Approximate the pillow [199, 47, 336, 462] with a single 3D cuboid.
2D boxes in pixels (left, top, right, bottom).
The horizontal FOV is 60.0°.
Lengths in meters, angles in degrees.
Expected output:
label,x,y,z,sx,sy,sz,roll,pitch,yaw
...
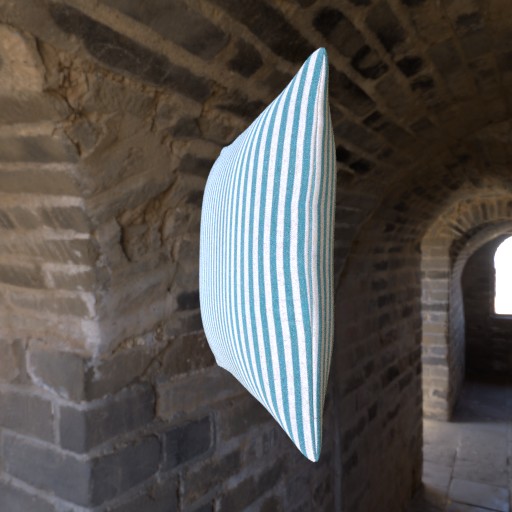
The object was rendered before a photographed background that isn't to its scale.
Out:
label,x,y,z,sx,sy,sz,roll,pitch,yaw
pillow,0.000,0.000,0.790,0.166,0.510,0.523,0,-1,-18
